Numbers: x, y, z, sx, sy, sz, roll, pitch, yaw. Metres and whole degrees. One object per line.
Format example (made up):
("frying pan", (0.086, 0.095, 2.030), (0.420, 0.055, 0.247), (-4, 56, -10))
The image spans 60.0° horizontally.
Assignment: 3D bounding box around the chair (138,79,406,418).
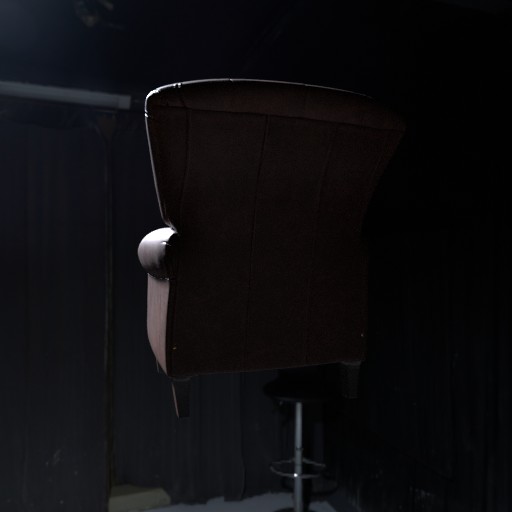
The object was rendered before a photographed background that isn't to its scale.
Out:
("chair", (0.000, 0.000, 1.905), (0.979, 1.162, 1.031), (0, 0, -19))
